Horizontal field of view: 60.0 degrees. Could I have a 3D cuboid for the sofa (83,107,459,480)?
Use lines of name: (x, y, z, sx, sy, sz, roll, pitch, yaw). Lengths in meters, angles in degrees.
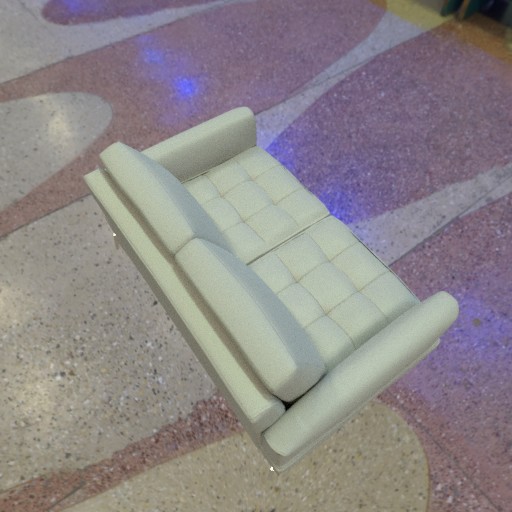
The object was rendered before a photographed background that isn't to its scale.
sofa: (0.000, 0.000, 2.367, 1.121, 0.930, 1.819, -31, 62, -19)
